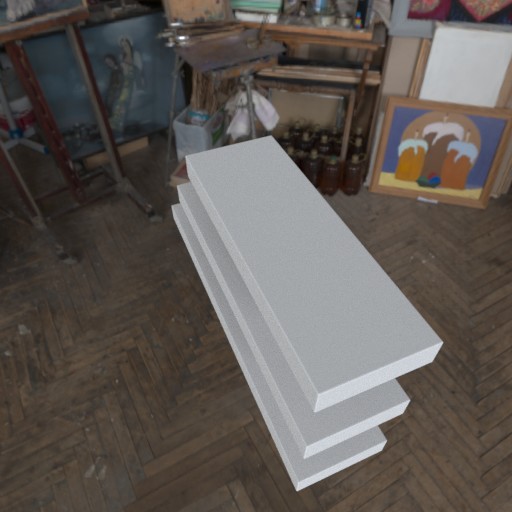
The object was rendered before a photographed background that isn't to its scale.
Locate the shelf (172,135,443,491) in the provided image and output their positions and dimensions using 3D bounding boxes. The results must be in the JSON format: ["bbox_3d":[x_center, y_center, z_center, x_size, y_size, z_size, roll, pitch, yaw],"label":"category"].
[{"bbox_3d":[0.000,0.000,0.714,0.140,0.293,0.610,-17,49,-16],"label":"shelf"}]
